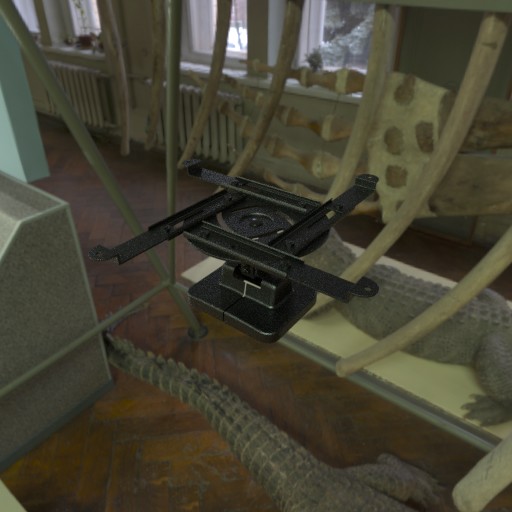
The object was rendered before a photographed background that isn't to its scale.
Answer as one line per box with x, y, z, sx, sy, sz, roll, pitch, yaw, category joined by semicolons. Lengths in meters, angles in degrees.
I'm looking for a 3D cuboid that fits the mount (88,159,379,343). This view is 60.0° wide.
0.000;0.000;0.603;0.394;0.141;0.394;22;39;31;mount
